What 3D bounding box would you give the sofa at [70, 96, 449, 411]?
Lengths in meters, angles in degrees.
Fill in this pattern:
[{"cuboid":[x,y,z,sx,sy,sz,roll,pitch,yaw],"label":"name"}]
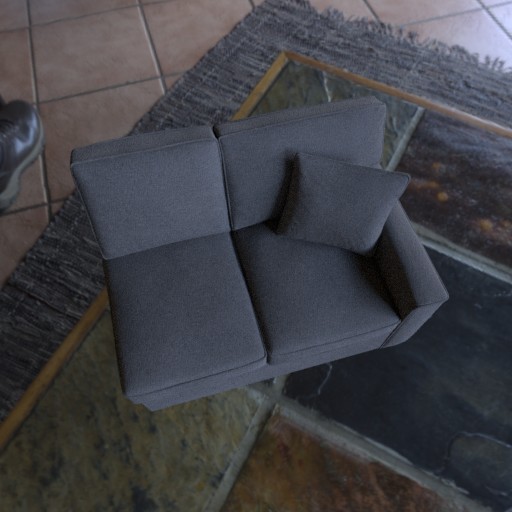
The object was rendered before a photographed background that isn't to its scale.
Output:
[{"cuboid":[0.000,0.000,2.063,1.388,0.989,0.991,-14,63,-7],"label":"sofa"}]
